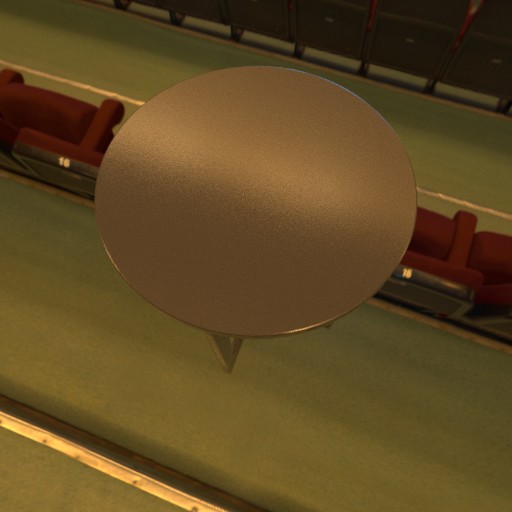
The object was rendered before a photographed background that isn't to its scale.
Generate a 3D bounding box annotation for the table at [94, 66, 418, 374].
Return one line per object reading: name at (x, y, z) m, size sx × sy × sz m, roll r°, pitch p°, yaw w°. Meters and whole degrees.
table at (0.000, 0.000, 0.940) m, size 0.500 × 0.550 × 0.500 m, roll 0°, pitch 64°, yaw 0°
